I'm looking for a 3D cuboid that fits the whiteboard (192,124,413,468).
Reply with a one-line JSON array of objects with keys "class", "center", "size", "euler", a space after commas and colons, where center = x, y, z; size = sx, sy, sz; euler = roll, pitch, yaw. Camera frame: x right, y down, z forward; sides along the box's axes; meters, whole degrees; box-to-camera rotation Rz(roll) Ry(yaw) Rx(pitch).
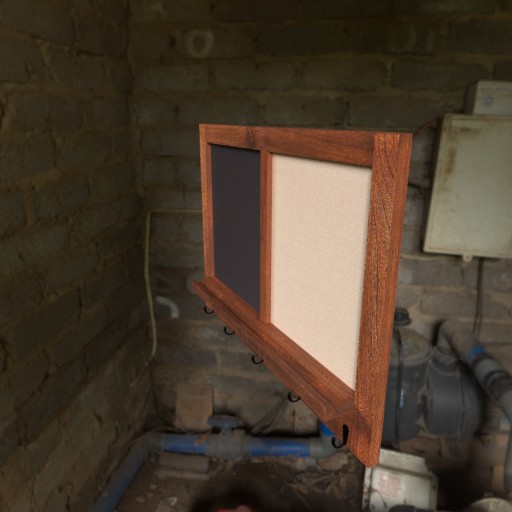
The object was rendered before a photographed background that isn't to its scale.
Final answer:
[{"class": "whiteboard", "center": [0.000, 0.000, 0.991], "size": [0.083, 0.553, 0.768], "euler": [-9, 20, -26]}]
